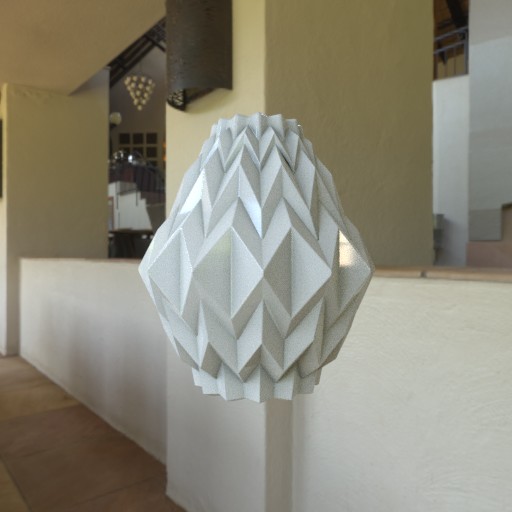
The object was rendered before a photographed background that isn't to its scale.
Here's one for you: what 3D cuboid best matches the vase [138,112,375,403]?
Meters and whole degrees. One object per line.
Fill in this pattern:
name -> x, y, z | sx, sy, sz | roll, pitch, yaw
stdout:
vase -> 0.000, 0.000, 0.315 | 0.164, 0.185, 0.164 | 0, 0, 0
